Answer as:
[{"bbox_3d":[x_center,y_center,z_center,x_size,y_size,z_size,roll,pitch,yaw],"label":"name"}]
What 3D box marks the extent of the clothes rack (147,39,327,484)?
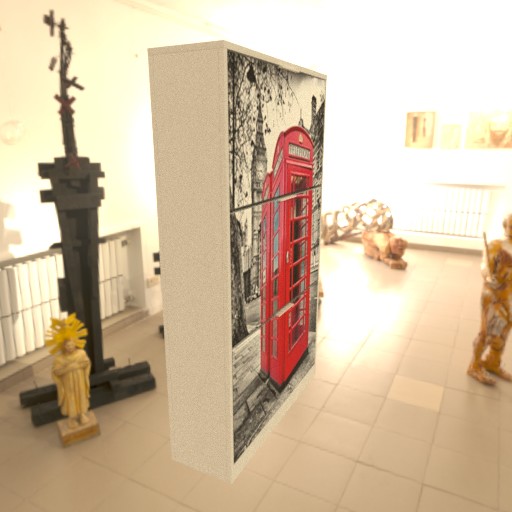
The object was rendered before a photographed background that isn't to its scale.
[{"bbox_3d":[0.000,0.000,1.595,0.250,1.280,0.750,8,17,27],"label":"clothes rack"}]
